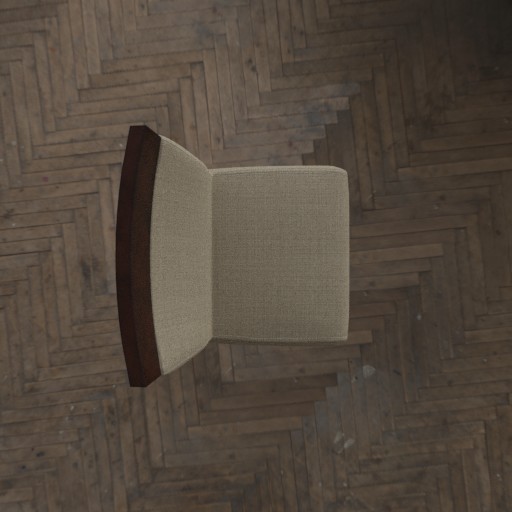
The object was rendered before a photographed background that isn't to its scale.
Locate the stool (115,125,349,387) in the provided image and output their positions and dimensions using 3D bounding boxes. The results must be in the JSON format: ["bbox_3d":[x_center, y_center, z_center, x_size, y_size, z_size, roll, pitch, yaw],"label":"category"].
[{"bbox_3d":[0.000,0.000,1.259,0.480,1.011,0.463,0,90,0],"label":"stool"}]
